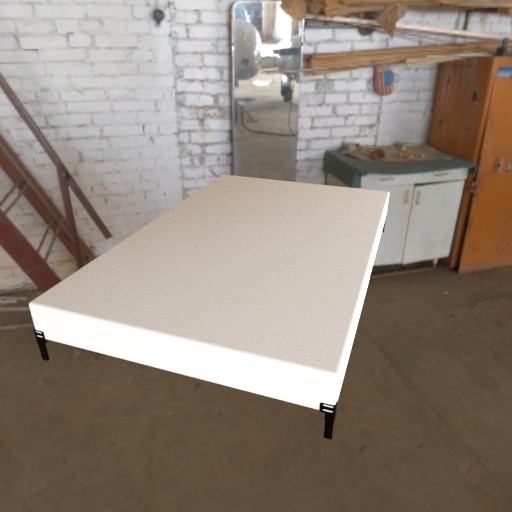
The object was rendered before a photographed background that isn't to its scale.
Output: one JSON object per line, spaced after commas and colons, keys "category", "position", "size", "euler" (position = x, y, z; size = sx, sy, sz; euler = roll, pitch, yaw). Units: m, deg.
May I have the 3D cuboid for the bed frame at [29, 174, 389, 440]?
{"category": "bed frame", "position": [0.000, 0.000, 3.780], "size": [1.930, 0.440, 2.987], "euler": [9, 28, 18]}
